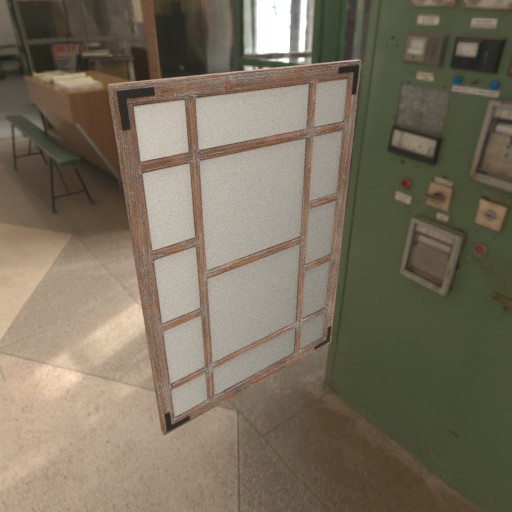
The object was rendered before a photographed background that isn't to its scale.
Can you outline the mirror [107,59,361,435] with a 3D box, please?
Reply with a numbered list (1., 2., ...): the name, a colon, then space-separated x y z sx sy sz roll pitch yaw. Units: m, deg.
1. mirror: 0.000 0.000 1.277 0.705 0.996 0.025 -20 36 -31
